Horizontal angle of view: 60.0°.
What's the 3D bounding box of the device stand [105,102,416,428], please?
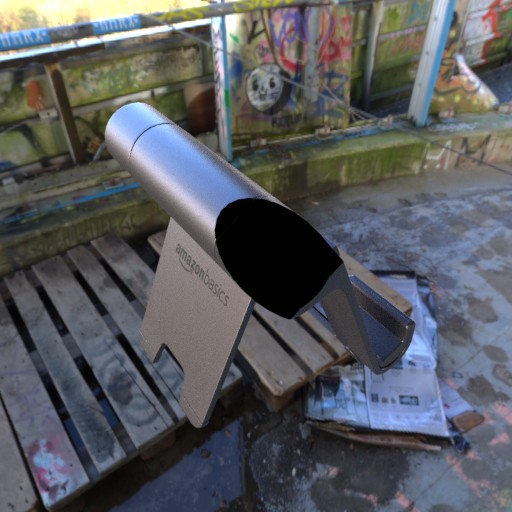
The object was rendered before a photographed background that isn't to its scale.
[{"bbox_3d":[0.000,0.000,0.149,0.079,0.084,0.088,-25,47,-26],"label":"device stand"}]
